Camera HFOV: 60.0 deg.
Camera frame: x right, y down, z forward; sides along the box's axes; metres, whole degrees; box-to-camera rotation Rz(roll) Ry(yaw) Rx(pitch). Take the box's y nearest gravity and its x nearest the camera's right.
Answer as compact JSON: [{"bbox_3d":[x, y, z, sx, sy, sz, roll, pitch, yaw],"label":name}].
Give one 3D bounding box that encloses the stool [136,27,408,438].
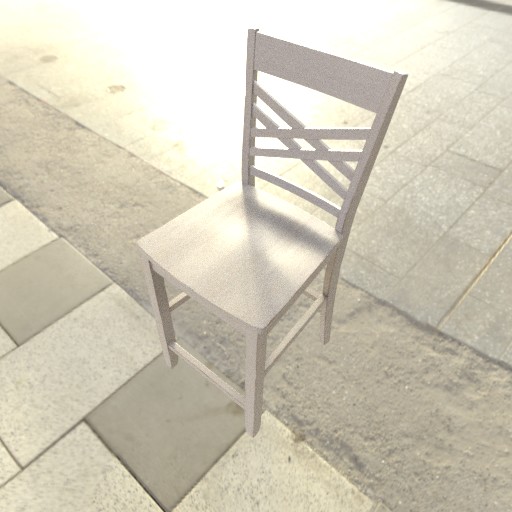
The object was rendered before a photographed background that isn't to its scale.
[{"bbox_3d":[0.000,0.000,1.340,0.462,1.079,0.539,31,53,27],"label":"stool"}]
